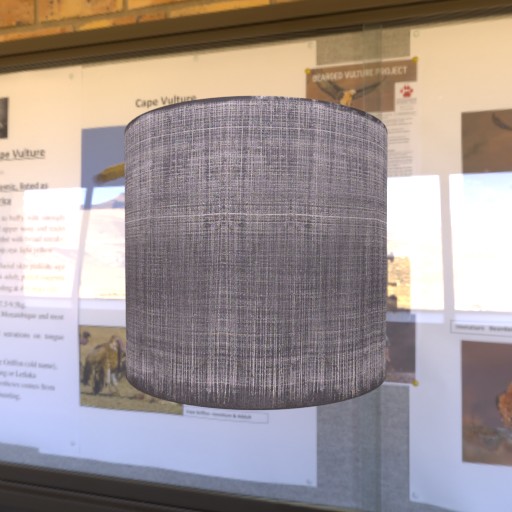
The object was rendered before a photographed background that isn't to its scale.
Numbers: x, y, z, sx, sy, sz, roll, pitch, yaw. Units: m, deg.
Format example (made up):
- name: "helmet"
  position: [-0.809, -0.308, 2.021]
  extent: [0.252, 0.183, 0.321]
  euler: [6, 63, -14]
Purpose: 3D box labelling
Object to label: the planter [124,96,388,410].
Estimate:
- name: "planter"
  position: [0.000, 0.000, 0.388]
  extent: [0.221, 0.201, 0.221]
  euler: [0, 0, 0]
